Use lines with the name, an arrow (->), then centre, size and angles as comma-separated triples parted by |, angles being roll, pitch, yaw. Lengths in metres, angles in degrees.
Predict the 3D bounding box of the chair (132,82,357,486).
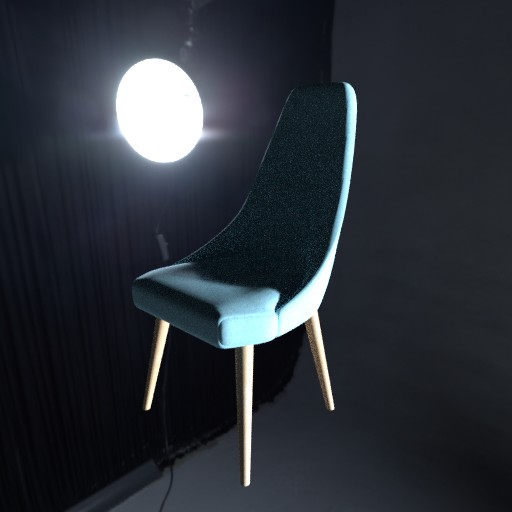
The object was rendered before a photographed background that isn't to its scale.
chair -> 0.000, 0.000, 1.373 | 0.510, 1.040, 0.660 | 15, 22, 42
